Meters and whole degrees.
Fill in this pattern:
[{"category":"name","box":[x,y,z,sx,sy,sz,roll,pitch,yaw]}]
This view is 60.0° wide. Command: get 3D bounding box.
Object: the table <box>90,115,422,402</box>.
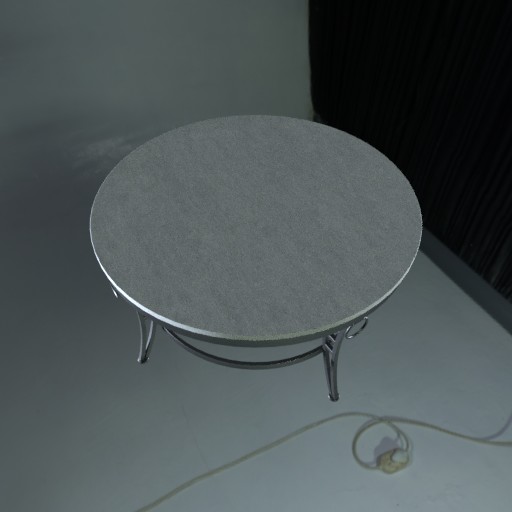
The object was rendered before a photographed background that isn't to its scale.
[{"category":"table","box":[0.000,0.000,1.397,0.889,0.470,0.889,0,47,0]}]
